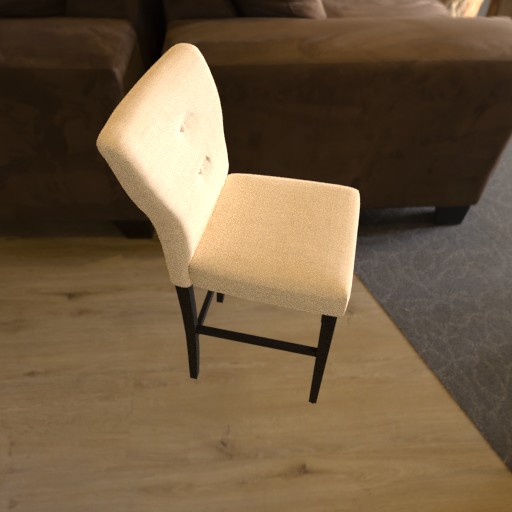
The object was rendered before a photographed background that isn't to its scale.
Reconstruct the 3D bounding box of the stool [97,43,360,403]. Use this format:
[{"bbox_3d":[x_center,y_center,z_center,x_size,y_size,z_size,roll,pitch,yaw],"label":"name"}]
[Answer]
[{"bbox_3d":[0.000,0.000,1.441,0.603,1.124,0.516,10,49,8],"label":"stool"}]
